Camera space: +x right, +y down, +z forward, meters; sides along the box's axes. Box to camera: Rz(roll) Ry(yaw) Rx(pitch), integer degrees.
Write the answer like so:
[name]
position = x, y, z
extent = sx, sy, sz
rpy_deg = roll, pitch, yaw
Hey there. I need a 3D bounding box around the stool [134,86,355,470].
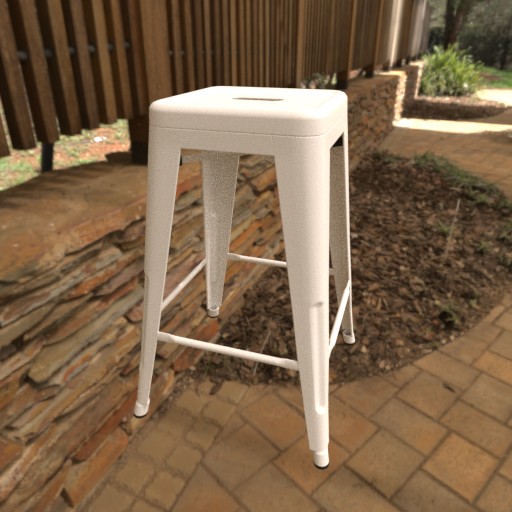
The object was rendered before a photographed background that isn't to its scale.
[stool]
position = 0.000, 0.000, 0.890
extent = 0.406, 0.610, 0.406
rpy_deg = 8, 28, 16
